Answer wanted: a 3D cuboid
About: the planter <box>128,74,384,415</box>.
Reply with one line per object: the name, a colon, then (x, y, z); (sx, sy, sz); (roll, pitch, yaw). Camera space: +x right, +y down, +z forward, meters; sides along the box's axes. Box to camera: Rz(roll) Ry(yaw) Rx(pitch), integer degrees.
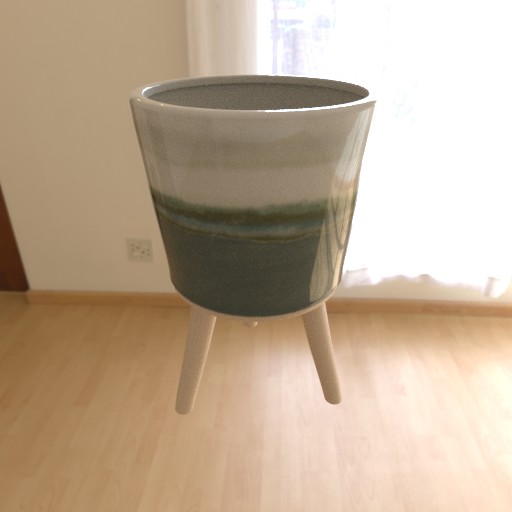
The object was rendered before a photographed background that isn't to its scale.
planter: (0.000, 0.000, 0.464); (0.217, 0.331, 0.217); (-11, 31, -19)
